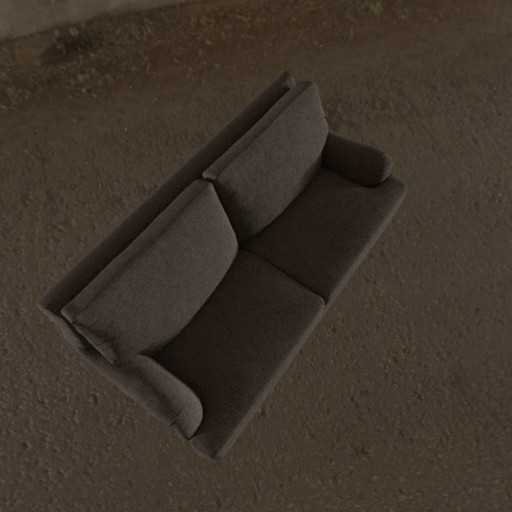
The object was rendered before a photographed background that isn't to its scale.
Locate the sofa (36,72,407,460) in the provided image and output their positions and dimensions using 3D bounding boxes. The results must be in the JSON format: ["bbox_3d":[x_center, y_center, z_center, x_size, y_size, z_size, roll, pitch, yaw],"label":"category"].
[{"bbox_3d":[0.000,0.000,2.743,1.087,1.054,2.160,32,65,17],"label":"sofa"}]
